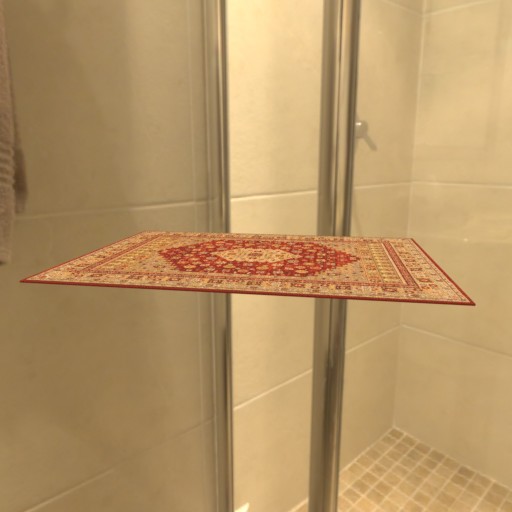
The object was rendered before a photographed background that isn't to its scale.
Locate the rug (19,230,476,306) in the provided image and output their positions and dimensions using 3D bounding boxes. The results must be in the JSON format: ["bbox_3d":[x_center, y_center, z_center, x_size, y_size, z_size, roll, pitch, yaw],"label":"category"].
[{"bbox_3d":[0.000,0.000,2.876,2.211,0.013,1.593,2,13,9],"label":"rug"}]
